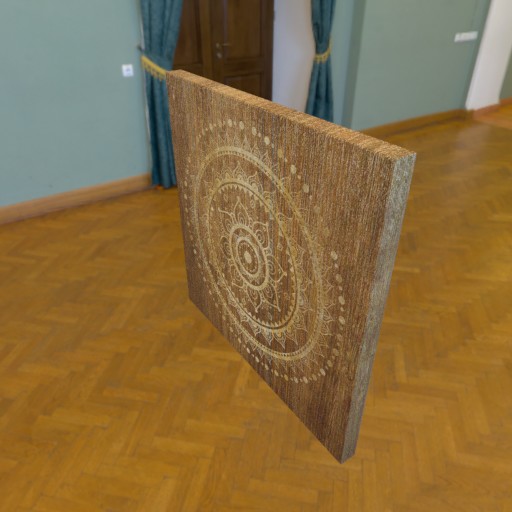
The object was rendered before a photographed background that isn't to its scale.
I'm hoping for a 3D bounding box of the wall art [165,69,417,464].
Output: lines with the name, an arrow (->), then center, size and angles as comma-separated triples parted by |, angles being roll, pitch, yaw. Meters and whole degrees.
wall art -> 0.000, 0.000, 0.886 | 0.042, 0.608, 0.611 | -21, 38, -29
